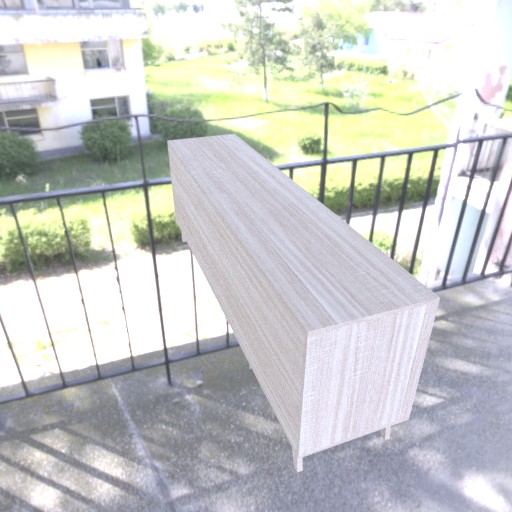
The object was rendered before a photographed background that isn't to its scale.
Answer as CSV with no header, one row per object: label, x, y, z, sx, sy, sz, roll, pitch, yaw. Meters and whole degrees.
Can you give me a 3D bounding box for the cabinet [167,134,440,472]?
cabinet,0.000,0.000,2.510,0.500,0.780,2.200,-11,32,-18
